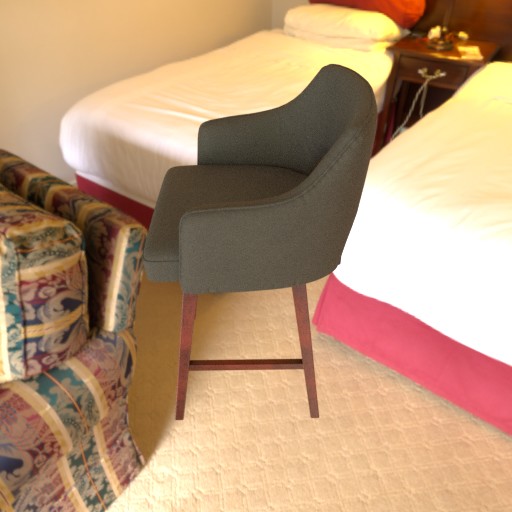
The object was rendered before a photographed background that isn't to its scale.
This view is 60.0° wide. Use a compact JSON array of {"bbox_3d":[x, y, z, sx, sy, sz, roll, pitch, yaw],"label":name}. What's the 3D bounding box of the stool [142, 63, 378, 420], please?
[{"bbox_3d":[0.000,0.000,1.336,0.558,1.012,0.548,-1,39,-1],"label":"stool"}]
